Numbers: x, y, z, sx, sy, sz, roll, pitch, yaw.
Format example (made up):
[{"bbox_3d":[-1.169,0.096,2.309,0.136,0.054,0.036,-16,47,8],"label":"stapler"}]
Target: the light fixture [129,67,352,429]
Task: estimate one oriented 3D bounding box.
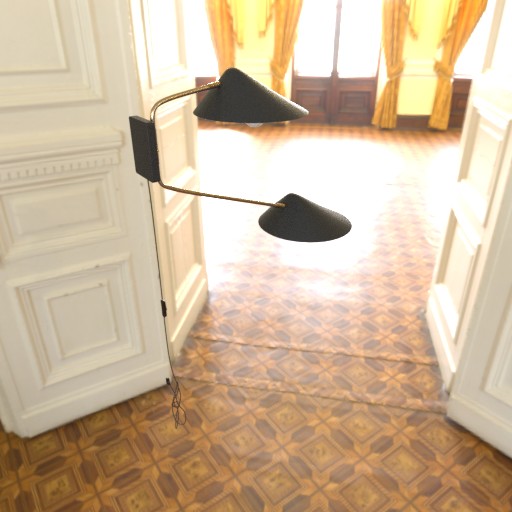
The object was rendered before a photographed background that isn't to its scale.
[{"bbox_3d":[0.000,0.000,0.842,0.422,0.665,0.189,-18,33,-31],"label":"light fixture"}]
